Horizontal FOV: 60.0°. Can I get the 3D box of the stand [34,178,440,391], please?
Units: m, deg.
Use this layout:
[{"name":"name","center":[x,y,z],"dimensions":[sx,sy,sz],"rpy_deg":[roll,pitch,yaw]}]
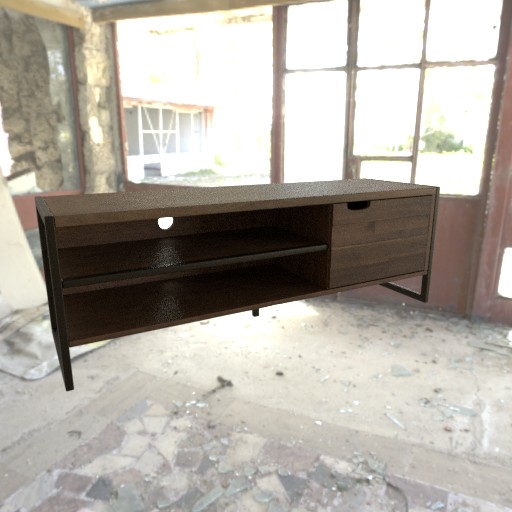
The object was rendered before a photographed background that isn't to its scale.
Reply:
[{"name":"stand","center":[0.000,0.000,1.732],"dimensions":[1.480,0.506,0.454],"rpy_deg":[-8,17,-28]}]
